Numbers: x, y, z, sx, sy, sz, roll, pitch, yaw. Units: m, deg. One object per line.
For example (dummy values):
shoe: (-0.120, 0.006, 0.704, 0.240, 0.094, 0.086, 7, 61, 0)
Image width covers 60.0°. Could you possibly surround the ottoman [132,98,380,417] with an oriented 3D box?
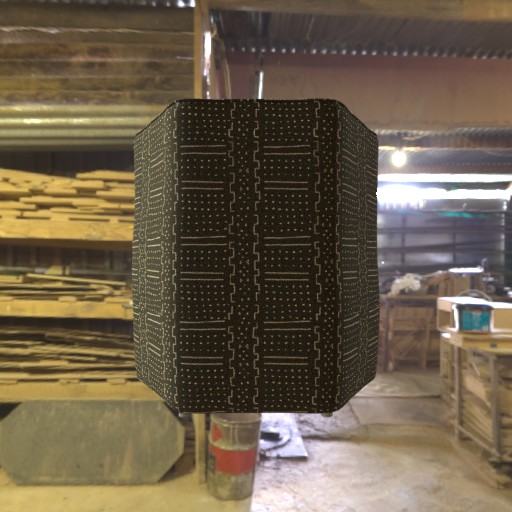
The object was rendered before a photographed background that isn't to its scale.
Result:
ottoman: (0.000, 0.000, 0.890, 0.494, 0.502, 0.443, 0, 0, 0)
